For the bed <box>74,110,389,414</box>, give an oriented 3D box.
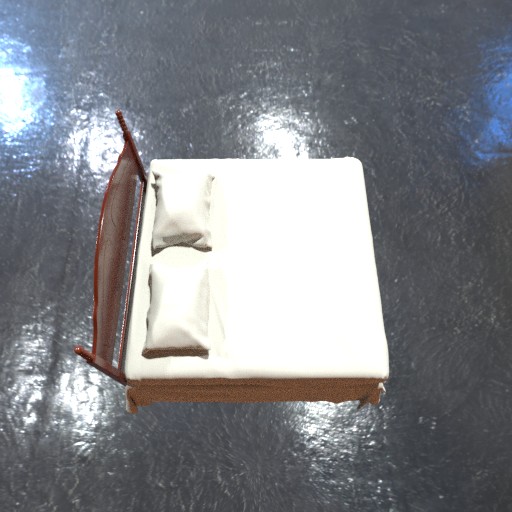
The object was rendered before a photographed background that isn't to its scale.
[{"bbox_3d":[0.000,0.000,3.654,2.219,1.355,2.322,0,65,0],"label":"bed"}]
